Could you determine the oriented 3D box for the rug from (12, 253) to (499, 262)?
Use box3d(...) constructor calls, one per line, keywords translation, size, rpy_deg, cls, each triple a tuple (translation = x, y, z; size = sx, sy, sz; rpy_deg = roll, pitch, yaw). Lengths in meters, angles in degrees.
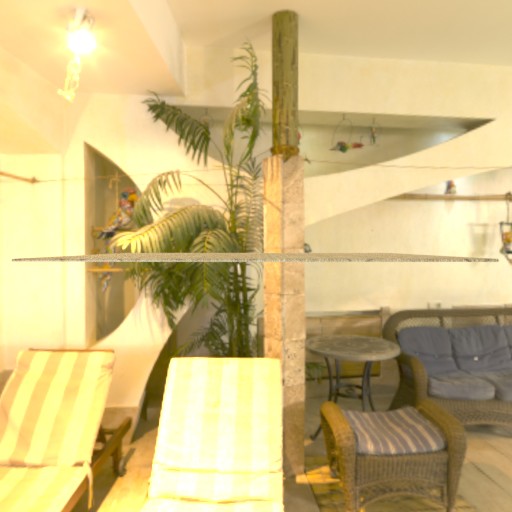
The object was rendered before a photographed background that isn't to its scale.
box3d(translation=(0.000, 0.000, 3.966), size=(3.038, 0.019, 2.420), rpy_deg=(0, 1, 1), cls="rug")
